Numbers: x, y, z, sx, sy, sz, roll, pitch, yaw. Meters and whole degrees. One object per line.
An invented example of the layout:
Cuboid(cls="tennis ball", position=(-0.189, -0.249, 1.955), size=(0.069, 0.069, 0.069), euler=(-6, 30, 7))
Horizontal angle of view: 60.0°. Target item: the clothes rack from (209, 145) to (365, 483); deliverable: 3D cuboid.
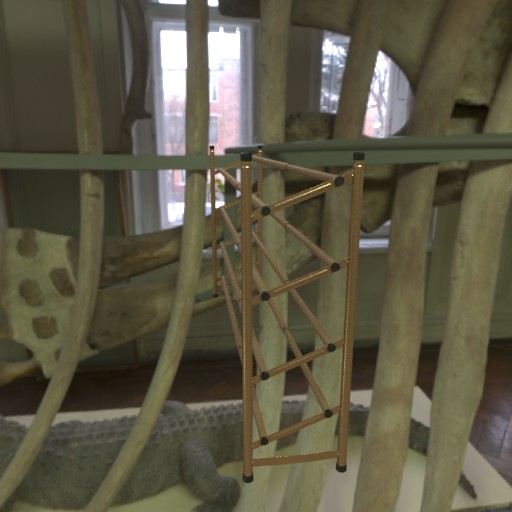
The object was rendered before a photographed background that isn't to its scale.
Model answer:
Cuboid(cls="clothes rack", position=(0.000, 0.000, 1.414), size=(0.229, 0.672, 1.168), euler=(-2, 15, -8))
